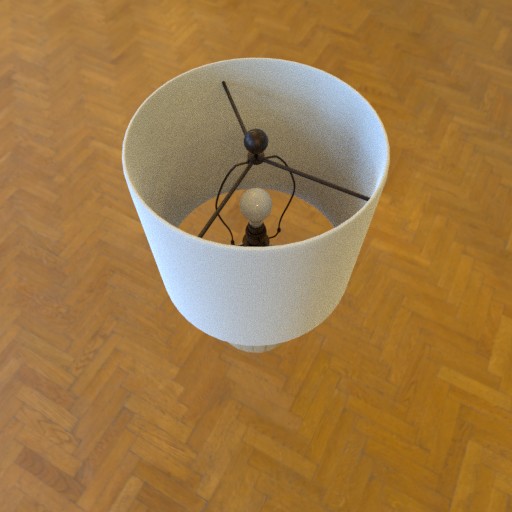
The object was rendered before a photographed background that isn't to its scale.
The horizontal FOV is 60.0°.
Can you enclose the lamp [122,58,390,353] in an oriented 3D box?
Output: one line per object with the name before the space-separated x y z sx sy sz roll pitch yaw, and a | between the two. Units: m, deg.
lamp | 0.000 0.000 0.778 0.329 0.570 0.329 -15 60 -9
